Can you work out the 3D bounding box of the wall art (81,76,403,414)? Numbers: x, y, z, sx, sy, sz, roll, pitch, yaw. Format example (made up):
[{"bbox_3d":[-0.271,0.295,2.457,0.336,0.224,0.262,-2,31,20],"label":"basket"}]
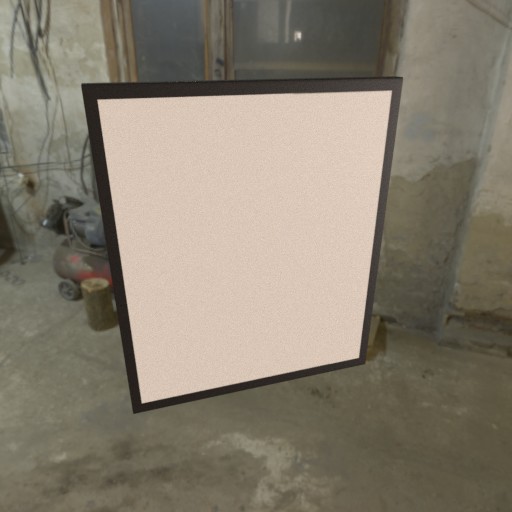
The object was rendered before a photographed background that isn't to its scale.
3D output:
[{"bbox_3d":[0.000,0.000,0.688,0.430,0.509,0.021,-8,27,-15],"label":"wall art"}]
